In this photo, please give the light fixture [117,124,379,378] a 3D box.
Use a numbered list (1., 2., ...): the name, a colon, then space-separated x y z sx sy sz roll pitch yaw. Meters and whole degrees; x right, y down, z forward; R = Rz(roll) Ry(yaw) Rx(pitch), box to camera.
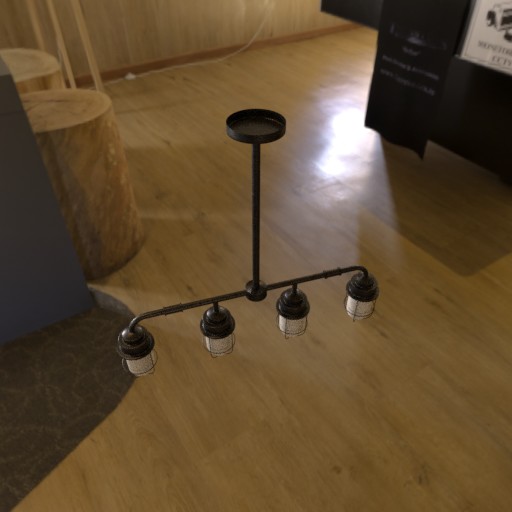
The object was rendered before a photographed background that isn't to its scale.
1. light fixture: 0.000 0.000 1.225 0.852 0.785 0.131 -12 43 -13
